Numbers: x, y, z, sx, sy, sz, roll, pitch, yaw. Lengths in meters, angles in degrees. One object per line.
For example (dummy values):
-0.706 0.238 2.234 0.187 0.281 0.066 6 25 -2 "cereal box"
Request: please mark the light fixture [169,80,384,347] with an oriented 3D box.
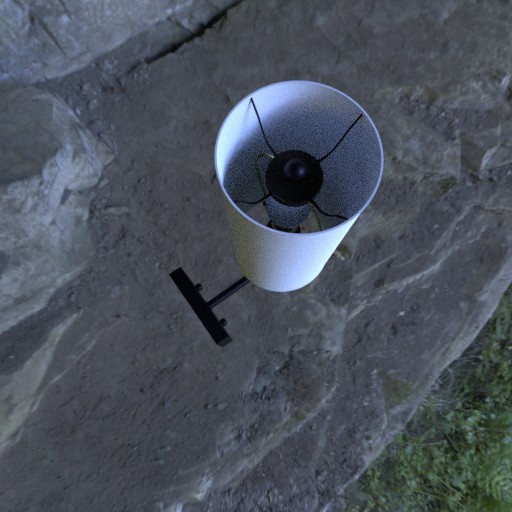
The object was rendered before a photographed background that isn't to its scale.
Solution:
0.000 0.000 0.555 0.208 0.462 0.128 -35 79 -8 "light fixture"
